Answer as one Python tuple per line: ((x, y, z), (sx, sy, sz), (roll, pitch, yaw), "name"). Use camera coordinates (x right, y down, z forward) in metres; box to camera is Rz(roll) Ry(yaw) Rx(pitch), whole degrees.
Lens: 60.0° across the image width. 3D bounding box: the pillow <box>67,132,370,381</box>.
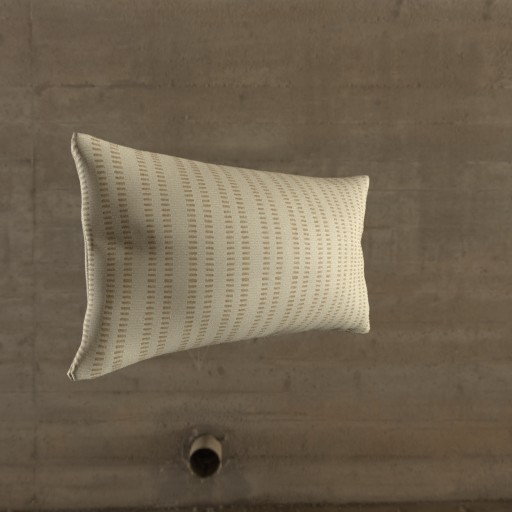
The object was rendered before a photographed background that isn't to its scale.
((0.000, 0.000, 0.803), (0.640, 0.353, 0.210), (-1, 1, -36), "pillow")
